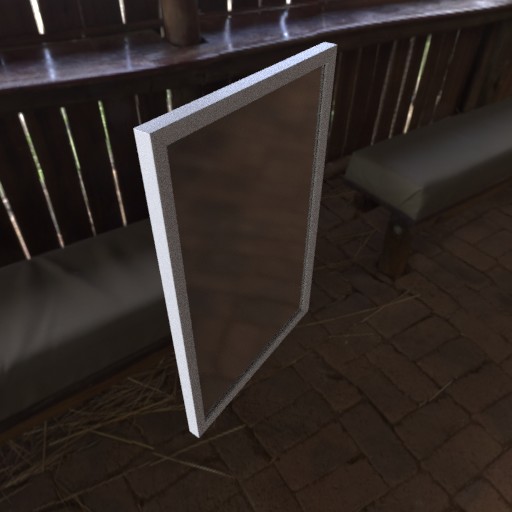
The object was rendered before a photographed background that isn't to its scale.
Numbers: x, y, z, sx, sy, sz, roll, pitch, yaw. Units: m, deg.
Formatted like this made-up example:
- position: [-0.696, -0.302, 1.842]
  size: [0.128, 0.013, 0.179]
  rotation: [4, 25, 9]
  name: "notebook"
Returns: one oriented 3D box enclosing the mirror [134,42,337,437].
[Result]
- position: [0.000, 0.000, 1.164]
  size: [0.041, 0.914, 0.609]
  rotation: [25, 46, 27]
  name: "mirror"
